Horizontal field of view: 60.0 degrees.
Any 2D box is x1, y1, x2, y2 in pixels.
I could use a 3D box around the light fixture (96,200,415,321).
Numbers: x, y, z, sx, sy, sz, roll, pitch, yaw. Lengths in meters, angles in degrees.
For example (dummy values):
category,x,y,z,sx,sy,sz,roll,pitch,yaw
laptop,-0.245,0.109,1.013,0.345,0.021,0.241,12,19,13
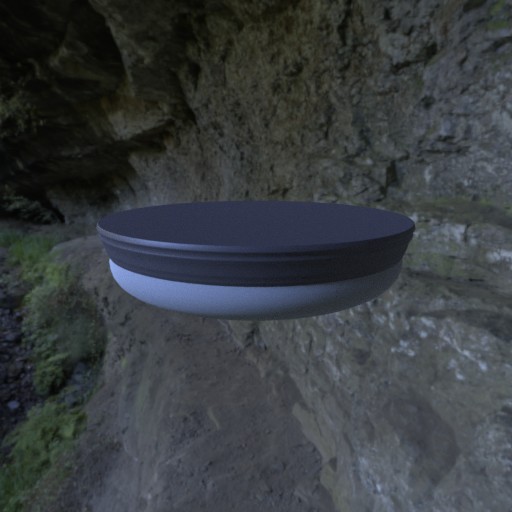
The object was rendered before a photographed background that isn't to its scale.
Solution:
category,x,y,z,sx,sy,sz,roll,pitch,yaw
light fixture,0.000,0.000,0.552,0.368,0.100,0.368,0,13,0
